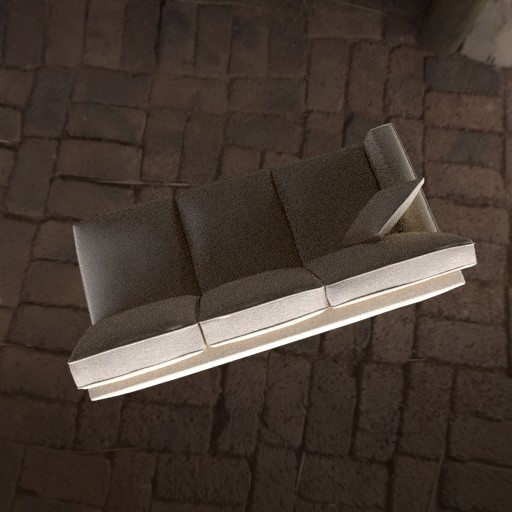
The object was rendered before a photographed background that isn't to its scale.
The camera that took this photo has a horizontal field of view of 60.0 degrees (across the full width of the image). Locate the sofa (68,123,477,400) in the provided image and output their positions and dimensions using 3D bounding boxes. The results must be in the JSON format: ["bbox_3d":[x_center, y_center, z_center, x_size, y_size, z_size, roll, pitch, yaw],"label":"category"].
[{"bbox_3d":[0.000,0.000,2.532,1.962,0.946,1.034,-17,76,-4],"label":"sofa"}]
